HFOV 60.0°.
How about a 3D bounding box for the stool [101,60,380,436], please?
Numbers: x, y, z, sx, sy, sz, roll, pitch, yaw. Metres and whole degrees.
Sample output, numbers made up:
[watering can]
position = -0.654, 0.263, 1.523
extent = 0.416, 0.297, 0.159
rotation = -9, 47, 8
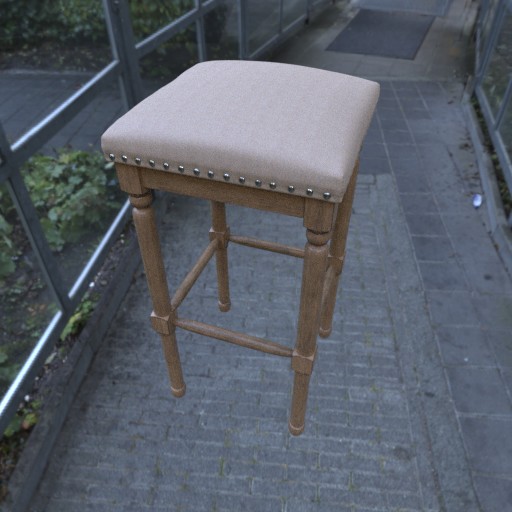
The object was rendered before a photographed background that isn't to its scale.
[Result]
[stool]
position = 0.000, 0.000, 0.981
extent = 0.383, 0.768, 0.382
rotation = 13, 42, 14
